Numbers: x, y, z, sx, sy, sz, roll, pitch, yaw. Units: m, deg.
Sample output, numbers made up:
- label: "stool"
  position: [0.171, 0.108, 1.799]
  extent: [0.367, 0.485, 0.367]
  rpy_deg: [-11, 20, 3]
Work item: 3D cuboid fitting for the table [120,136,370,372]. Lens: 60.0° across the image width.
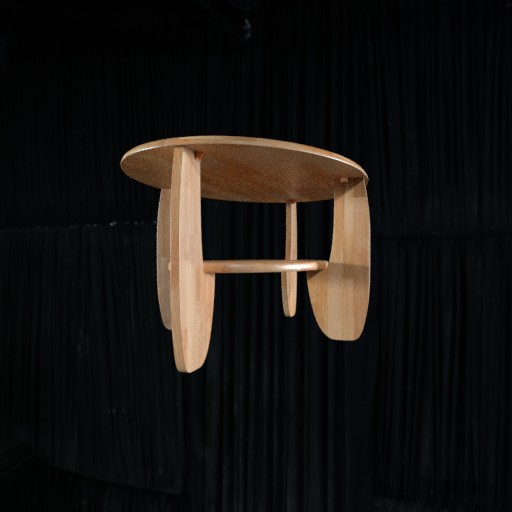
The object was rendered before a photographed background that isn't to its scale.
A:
- label: "table"
  position: [0.000, 0.000, 1.383]
  extent: [0.690, 0.490, 1.040]
  rpy_deg: [0, 0, 18]
